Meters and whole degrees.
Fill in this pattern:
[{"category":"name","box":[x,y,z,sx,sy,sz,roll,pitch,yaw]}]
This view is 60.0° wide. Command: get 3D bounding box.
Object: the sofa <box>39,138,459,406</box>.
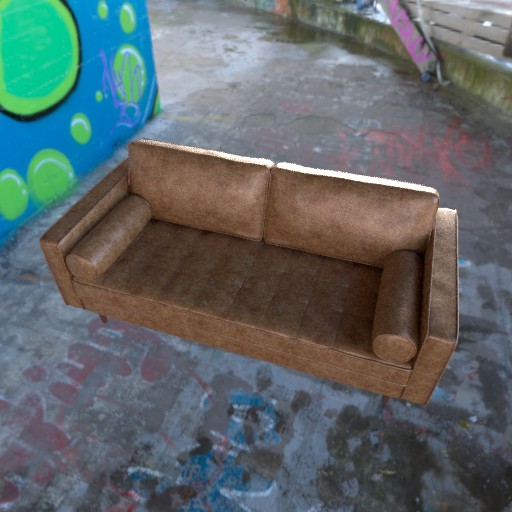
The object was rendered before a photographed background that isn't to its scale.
[{"category":"sofa","box":[0.000,0.000,2.325,1.920,0.825,0.924,13,43,14]}]
